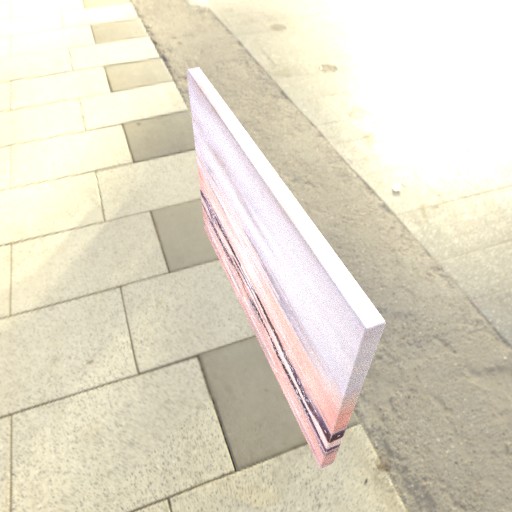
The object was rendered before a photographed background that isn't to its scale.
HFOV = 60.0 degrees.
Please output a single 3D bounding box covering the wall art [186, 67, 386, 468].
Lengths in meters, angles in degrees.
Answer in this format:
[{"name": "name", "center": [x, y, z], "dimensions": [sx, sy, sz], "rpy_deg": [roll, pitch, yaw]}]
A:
[{"name": "wall art", "center": [0.000, 0.000, 1.152], "dimensions": [0.038, 0.609, 0.913], "rpy_deg": [-17, 49, -15]}]
